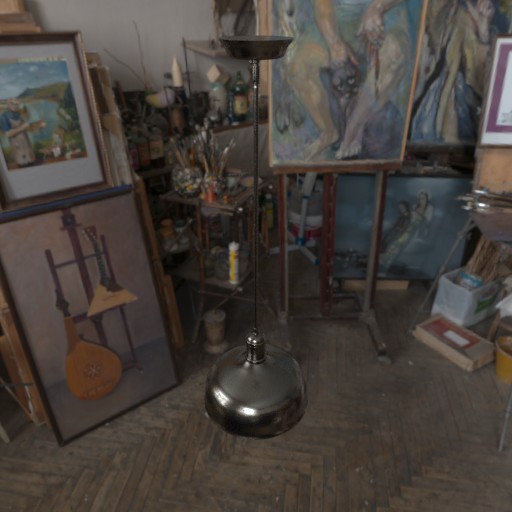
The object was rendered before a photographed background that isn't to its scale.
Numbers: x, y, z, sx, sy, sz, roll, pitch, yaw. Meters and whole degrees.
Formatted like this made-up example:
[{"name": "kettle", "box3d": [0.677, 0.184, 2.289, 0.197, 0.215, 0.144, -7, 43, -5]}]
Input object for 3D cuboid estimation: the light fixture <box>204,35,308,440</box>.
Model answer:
[{"name": "light fixture", "box3d": [0.000, 0.000, 1.057, 0.299, 0.935, 0.299, 7, 30, 13]}]
